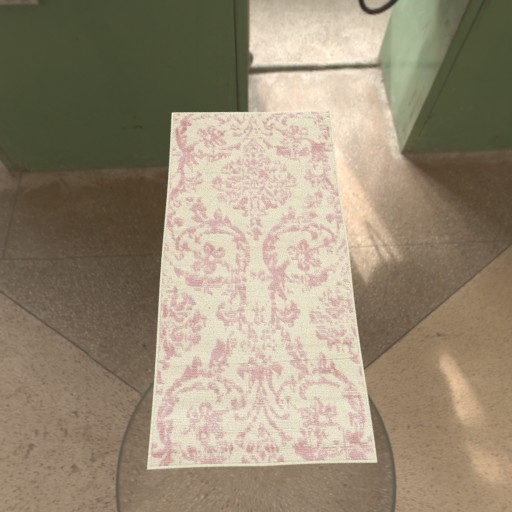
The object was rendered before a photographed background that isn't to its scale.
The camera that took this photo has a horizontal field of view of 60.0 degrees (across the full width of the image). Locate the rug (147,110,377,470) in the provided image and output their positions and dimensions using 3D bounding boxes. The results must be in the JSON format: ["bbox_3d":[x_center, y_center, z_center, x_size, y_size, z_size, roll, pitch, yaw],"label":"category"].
[{"bbox_3d":[0.000,0.000,1.421,0.604,0.007,1.219,-1,65,-1],"label":"rug"}]
